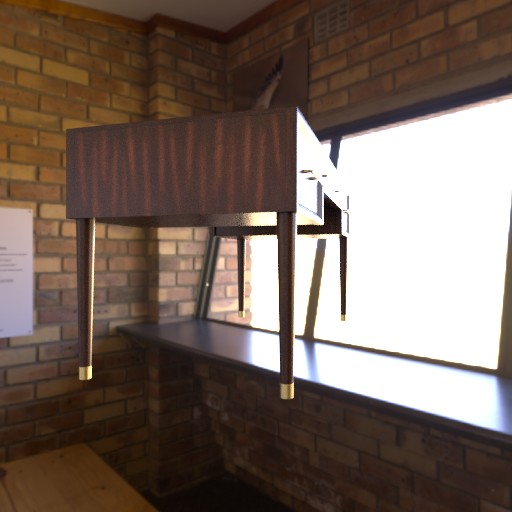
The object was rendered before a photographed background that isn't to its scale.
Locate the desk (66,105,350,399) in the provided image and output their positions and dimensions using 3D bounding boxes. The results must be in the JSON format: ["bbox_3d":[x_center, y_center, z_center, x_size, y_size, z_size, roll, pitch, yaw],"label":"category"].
[{"bbox_3d":[0.000,0.000,1.988,0.724,0.762,1.575,0,0,17],"label":"desk"}]
